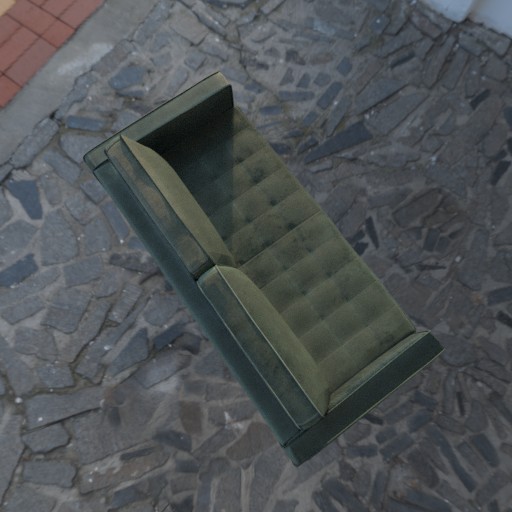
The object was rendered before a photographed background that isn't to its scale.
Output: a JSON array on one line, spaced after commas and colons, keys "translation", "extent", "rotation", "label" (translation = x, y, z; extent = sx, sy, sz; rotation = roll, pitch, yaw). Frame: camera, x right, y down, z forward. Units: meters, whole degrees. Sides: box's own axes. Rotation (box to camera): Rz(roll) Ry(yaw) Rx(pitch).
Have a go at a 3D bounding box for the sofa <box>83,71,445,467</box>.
[{"translation": [0.000, 0.000, 2.295], "extent": [0.886, 0.781, 1.816], "rotation": [-35, 79, -8], "label": "sofa"}]
